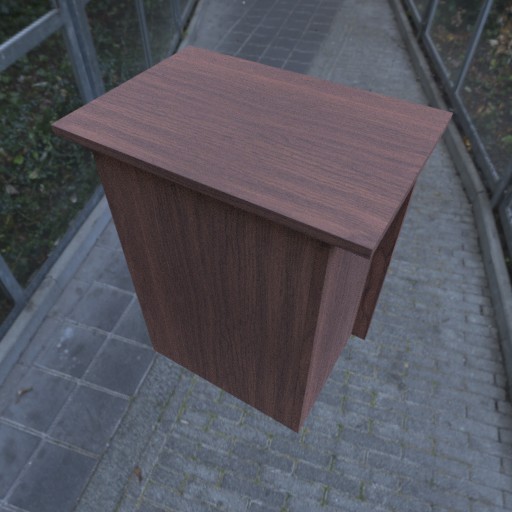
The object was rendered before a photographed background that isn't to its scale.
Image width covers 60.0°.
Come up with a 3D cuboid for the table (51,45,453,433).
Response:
[{"bbox_3d":[0.000,0.000,1.044,0.589,0.711,0.406,24,51,21],"label":"table"}]
